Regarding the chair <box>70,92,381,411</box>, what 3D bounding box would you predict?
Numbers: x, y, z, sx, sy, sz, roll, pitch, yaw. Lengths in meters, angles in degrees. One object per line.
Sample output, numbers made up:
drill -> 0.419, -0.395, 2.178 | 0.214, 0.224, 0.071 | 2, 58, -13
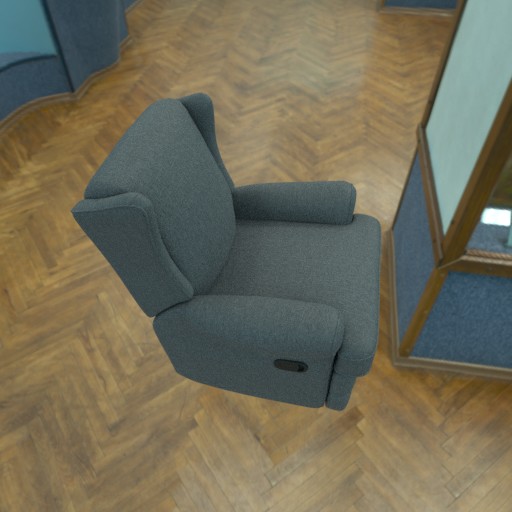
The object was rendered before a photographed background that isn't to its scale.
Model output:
chair -> 0.000, 0.000, 1.735 | 0.969, 1.011, 0.847 | 9, 47, 8
